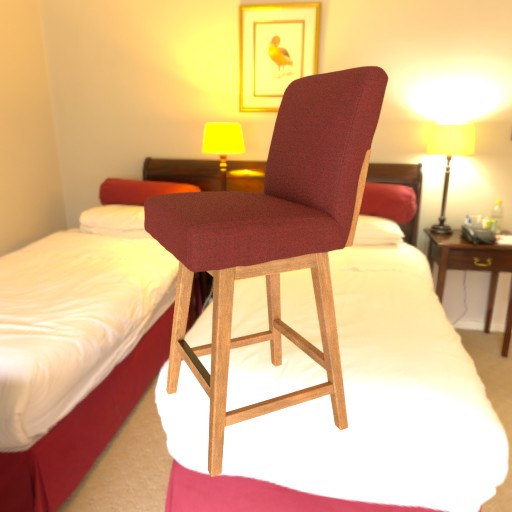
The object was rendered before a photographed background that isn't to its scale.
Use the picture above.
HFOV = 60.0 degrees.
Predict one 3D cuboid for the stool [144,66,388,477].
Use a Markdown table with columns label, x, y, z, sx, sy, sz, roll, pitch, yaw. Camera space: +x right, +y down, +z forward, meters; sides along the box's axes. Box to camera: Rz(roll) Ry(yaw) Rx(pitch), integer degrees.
| label | x | y | z | sx | sy | sz | roll | pitch | yaw |
| --- | --- | --- | --- | --- | --- | --- | --- | --- | --- |
| stool | 0.000 | 0.000 | 1.313 | 0.562 | 1.038 | 0.468 | -8 | 18 | -25 |
